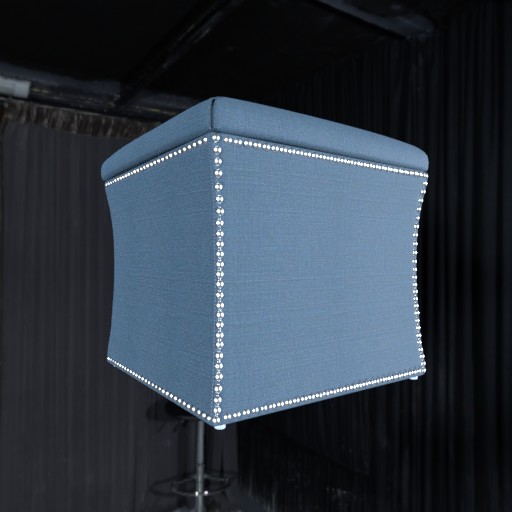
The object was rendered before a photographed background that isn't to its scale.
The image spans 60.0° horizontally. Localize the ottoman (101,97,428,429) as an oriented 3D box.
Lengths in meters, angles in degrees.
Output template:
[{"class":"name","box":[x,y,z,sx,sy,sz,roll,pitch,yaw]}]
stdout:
[{"class":"ottoman","box":[0.000,0.000,0.909,0.507,0.475,0.497,0,-1,-35]}]
